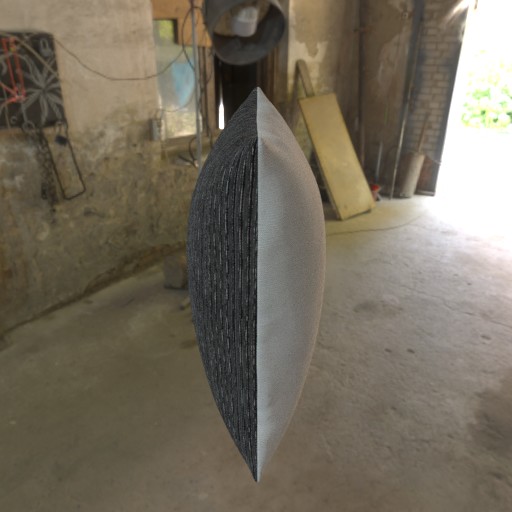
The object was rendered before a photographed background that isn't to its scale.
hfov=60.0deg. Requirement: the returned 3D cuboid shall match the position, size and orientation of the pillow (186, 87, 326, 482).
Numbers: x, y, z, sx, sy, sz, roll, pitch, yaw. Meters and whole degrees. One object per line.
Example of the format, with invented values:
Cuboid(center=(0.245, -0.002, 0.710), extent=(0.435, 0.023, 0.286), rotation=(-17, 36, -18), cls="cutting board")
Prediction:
Cuboid(center=(0.000, 0.000, 0.660), extent=(0.196, 0.434, 0.433), rotation=(0, 26, 0), cls="pillow")
